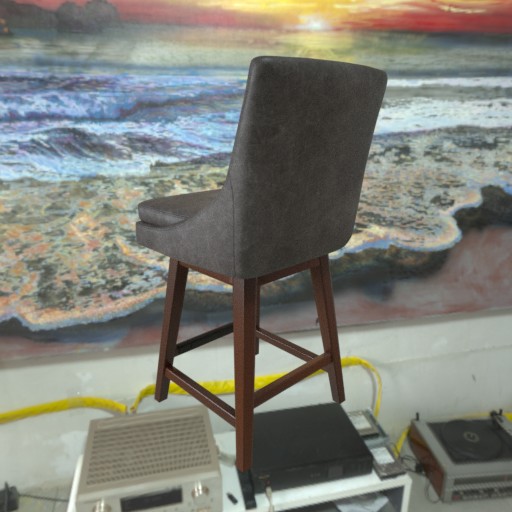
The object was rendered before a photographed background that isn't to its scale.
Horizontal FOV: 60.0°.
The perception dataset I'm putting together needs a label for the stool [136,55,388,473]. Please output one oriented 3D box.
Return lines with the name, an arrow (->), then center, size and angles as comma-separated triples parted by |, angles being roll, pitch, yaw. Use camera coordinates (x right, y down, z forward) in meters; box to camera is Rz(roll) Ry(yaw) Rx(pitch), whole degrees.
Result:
stool -> 0.000, 0.000, 1.345 | 0.492, 1.046, 0.587 | -16, 24, -41
